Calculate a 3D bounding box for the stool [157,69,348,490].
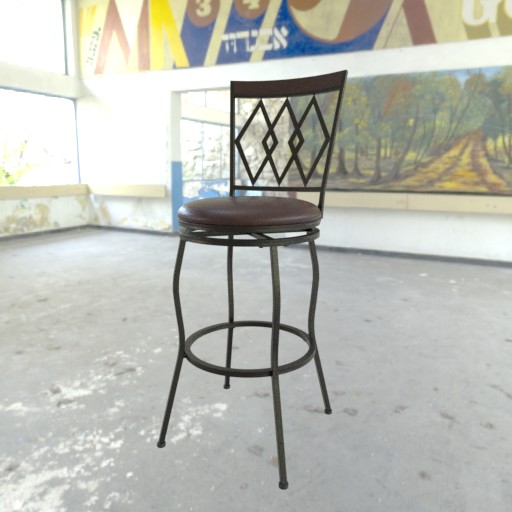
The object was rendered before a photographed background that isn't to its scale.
[{"bbox_3d":[0.000,0.000,1.379,0.432,1.134,0.521,6,13,25],"label":"stool"}]
